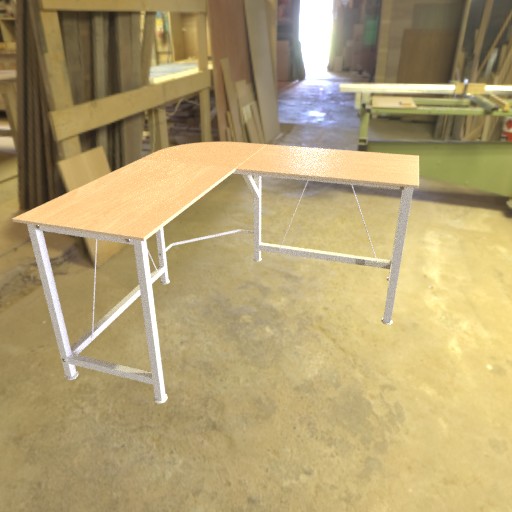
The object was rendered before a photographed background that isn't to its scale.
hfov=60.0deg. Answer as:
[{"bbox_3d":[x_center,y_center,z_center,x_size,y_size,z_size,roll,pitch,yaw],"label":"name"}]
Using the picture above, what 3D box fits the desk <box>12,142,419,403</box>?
[{"bbox_3d":[0.000,0.000,2.176,1.400,0.762,1.400,8,28,16],"label":"desk"}]
